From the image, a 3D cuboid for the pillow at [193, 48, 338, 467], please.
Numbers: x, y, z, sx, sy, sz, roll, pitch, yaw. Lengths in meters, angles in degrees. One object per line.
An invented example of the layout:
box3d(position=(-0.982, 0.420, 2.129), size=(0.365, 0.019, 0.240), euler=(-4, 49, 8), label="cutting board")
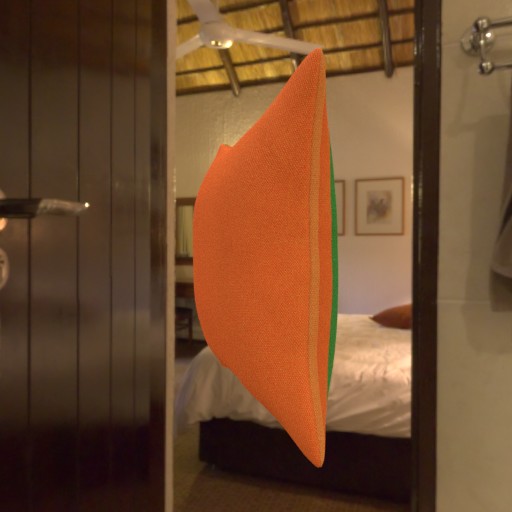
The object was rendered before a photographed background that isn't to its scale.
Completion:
box3d(position=(0.000, 0.000, 0.681), size=(0.169, 0.444, 0.453), euler=(0, 0, -17), label="pillow")
